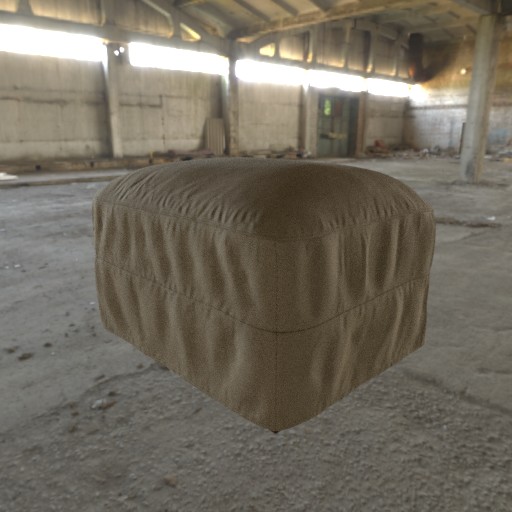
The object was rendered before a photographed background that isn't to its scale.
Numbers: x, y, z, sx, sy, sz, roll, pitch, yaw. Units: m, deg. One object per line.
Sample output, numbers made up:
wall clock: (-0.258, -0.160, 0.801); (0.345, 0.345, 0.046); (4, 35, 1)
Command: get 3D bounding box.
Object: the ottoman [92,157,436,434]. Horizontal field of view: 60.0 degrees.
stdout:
ottoman: (0.000, 0.000, 1.111); (0.584, 0.480, 0.712); (-15, 21, -43)
